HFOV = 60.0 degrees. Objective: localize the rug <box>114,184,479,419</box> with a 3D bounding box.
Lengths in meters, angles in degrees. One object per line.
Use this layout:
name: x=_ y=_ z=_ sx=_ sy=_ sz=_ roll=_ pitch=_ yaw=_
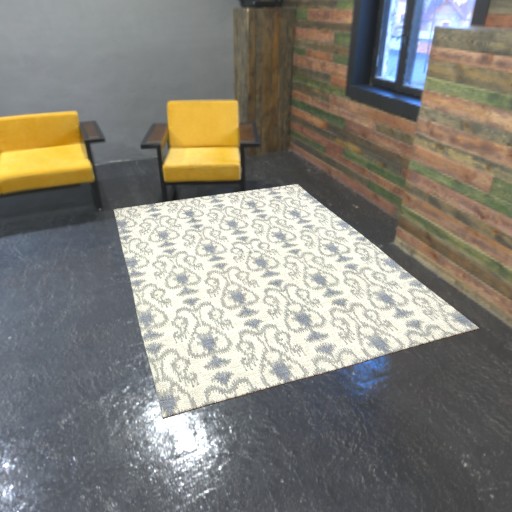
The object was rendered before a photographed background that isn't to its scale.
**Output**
rug: x=0.000 y=0.000 z=2.997 sx=1.676 sy=0.013 sz=2.261 roll=-11 pitch=32 yaw=-18
